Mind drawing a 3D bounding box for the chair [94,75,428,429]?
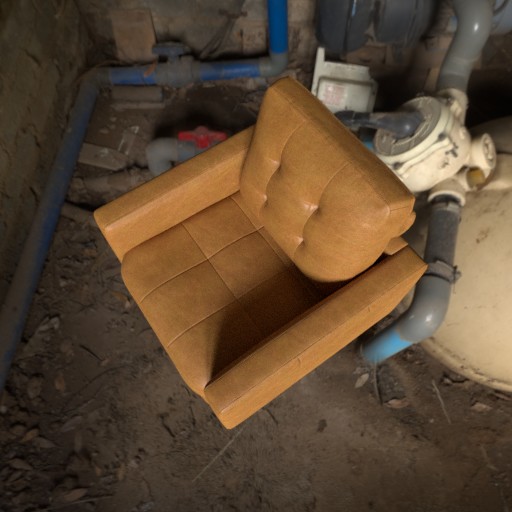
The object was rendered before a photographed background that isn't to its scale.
[{"bbox_3d":[0.000,0.000,1.573,0.868,0.896,0.831,-32,68,-15],"label":"chair"}]
